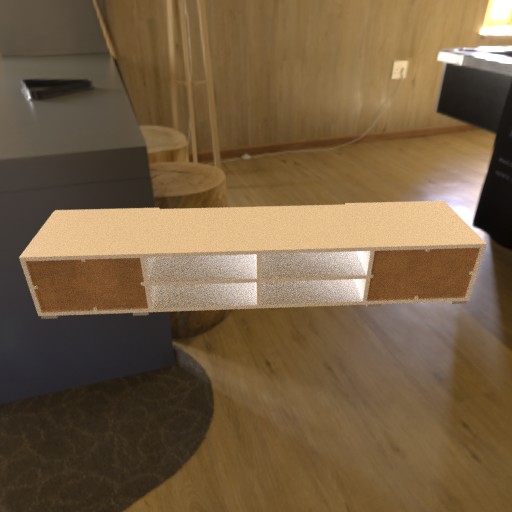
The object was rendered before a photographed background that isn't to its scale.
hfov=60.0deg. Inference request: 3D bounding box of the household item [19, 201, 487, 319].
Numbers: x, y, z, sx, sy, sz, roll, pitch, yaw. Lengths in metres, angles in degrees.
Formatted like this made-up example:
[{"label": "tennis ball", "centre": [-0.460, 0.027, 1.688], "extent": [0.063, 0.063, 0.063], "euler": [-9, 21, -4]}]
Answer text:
[{"label": "household item", "centre": [0.000, 0.000, 2.010], "extent": [1.850, 0.310, 0.420], "euler": [-2, 32, -3]}]
